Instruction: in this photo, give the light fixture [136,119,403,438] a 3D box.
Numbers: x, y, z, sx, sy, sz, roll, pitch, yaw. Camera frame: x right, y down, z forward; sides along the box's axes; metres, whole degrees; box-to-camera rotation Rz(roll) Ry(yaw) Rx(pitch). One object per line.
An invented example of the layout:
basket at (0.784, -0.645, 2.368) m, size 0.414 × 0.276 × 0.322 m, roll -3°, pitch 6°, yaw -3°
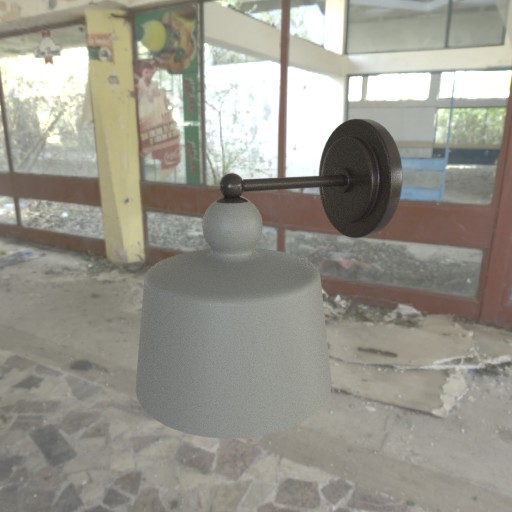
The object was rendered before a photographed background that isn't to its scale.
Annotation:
light fixture at (0.000, 0.000, 0.448) m, size 0.254 × 0.268 × 0.204 m, roll -7°, pitch 17°, yaw -25°
